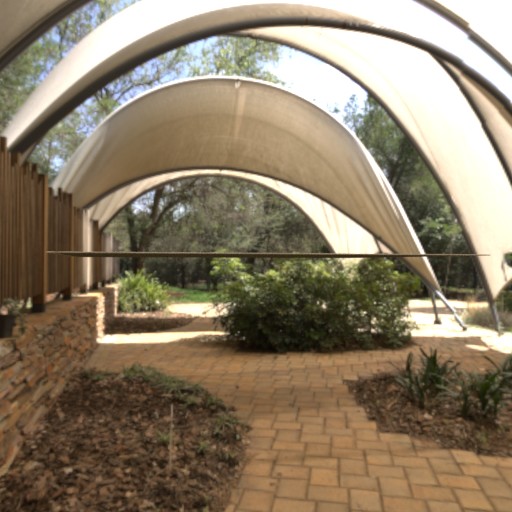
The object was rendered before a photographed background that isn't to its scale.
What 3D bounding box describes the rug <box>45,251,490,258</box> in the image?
[{"bbox_3d":[0.000,0.000,2.872,2.289,0.006,1.523,0,-1,-18],"label":"rug"}]
